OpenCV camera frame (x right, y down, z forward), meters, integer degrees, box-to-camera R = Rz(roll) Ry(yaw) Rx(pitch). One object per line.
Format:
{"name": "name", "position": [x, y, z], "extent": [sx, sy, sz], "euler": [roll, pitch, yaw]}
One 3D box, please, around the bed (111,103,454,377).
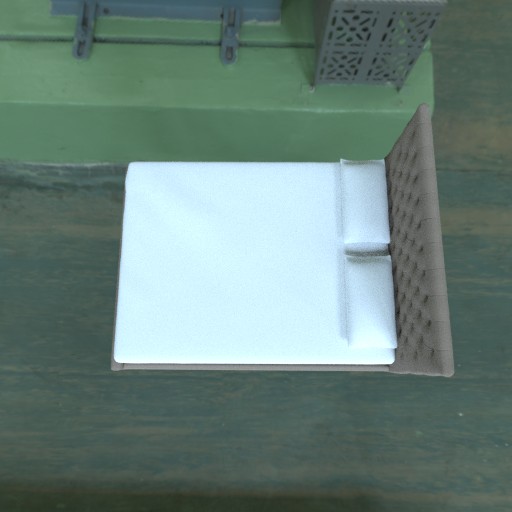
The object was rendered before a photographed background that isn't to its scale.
{"name": "bed", "position": [0.000, 0.000, 3.311], "extent": [2.233, 1.426, 1.696], "euler": [0, 77, 0]}
